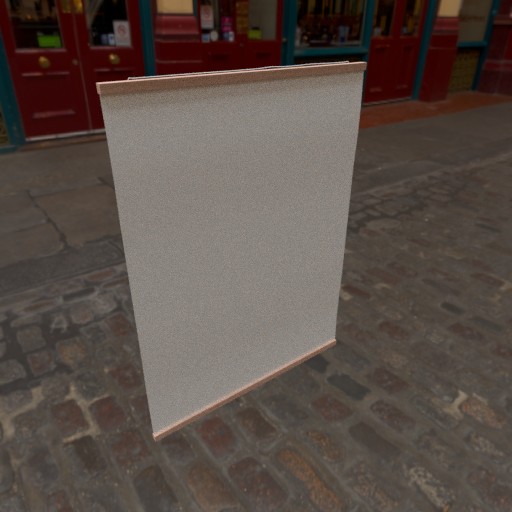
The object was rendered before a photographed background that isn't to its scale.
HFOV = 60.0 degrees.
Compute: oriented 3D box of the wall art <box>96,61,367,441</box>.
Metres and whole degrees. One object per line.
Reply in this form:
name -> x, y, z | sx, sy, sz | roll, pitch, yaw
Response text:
wall art -> 0.000, 0.000, 1.290 | 0.758, 1.013, 0.020 | -19, 34, -31
